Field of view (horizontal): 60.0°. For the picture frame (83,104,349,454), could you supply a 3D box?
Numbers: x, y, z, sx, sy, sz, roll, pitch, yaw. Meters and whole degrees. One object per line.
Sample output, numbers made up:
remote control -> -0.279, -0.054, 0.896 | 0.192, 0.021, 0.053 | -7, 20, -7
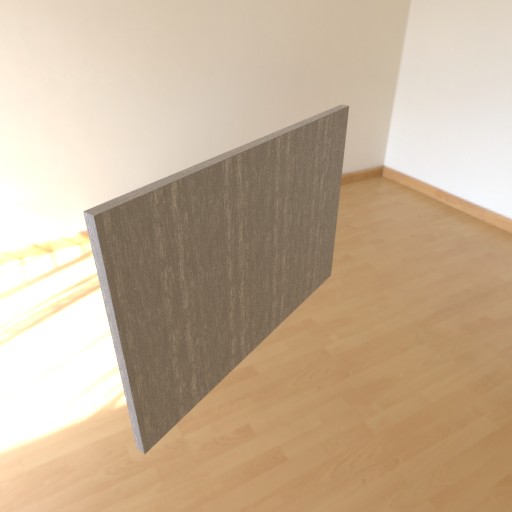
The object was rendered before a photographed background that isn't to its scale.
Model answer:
picture frame -> 0.000, 0.000, 1.235 | 0.029, 0.640, 0.950 | 21, 37, 30
